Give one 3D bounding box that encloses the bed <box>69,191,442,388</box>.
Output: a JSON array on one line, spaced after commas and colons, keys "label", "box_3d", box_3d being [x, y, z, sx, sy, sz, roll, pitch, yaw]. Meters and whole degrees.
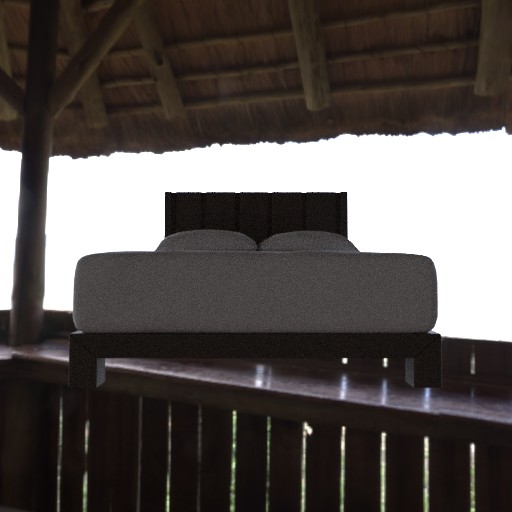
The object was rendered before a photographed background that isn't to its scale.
[{"label": "bed", "box_3d": [0.000, 0.000, 3.154, 1.727, 1.270, 2.242, 0, -1, 0]}]
